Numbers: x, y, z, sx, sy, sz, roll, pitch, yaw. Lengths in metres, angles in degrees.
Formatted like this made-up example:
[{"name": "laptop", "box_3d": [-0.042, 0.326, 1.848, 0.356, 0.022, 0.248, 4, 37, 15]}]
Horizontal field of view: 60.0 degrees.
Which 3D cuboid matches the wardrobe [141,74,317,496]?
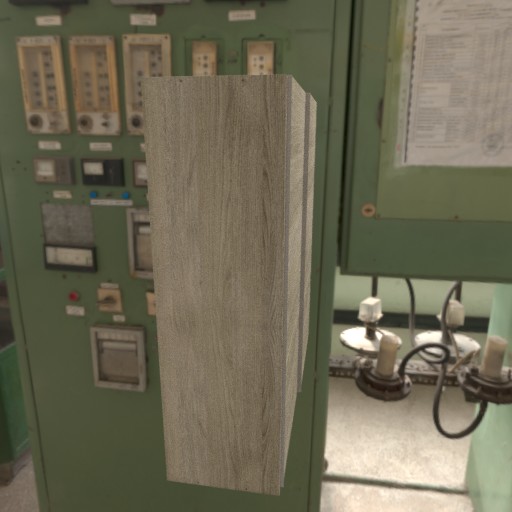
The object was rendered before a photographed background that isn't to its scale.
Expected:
[{"name": "wardrobe", "box_3d": [0.000, 0.000, 2.827, 0.629, 1.960, 1.780, 3, 16, 10]}]
